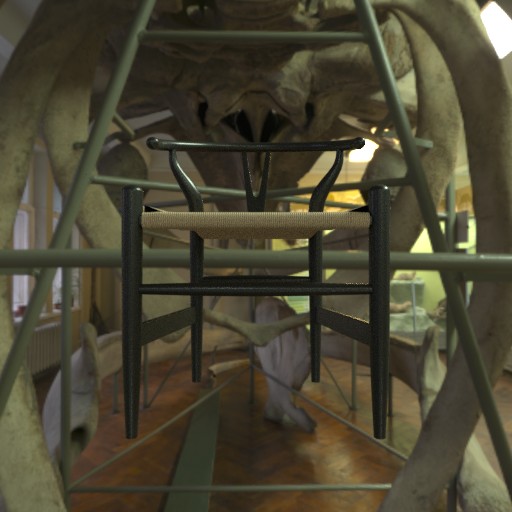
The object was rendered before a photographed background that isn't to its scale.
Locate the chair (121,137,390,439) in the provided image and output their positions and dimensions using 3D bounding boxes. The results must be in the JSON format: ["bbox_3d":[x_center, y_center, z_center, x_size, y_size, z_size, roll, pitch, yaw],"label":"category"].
[{"bbox_3d":[0.000,0.000,1.164,0.570,0.739,0.570,0,-1,0],"label":"chair"}]
